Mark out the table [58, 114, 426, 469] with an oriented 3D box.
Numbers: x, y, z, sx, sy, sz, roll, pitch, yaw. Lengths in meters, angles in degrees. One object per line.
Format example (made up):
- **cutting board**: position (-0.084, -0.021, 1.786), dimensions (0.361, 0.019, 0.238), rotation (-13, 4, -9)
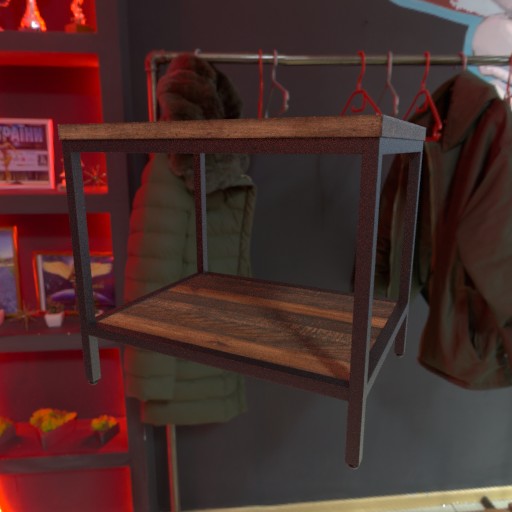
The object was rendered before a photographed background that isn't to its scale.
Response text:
- **table**: position (0.000, 0.000, 1.089), dimensions (0.678, 0.612, 0.524), rotation (7, 15, 26)
